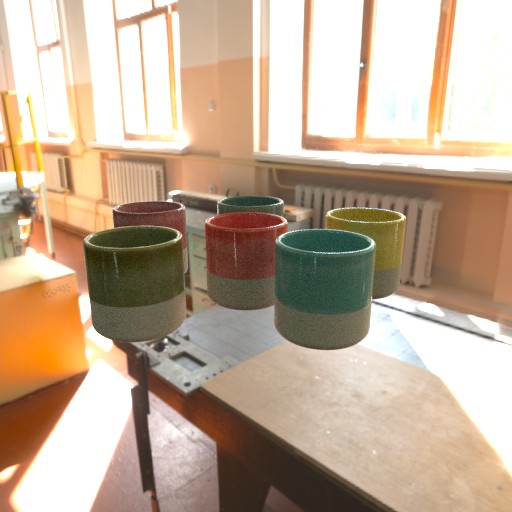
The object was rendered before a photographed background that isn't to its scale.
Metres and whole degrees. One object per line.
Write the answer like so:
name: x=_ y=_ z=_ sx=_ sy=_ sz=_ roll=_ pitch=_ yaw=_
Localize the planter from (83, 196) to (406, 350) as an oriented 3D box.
planter: x=0.000 y=0.000 z=0.424 sx=0.286 sy=0.075 sz=0.257 roll=-3 pitch=17 yaw=-9
